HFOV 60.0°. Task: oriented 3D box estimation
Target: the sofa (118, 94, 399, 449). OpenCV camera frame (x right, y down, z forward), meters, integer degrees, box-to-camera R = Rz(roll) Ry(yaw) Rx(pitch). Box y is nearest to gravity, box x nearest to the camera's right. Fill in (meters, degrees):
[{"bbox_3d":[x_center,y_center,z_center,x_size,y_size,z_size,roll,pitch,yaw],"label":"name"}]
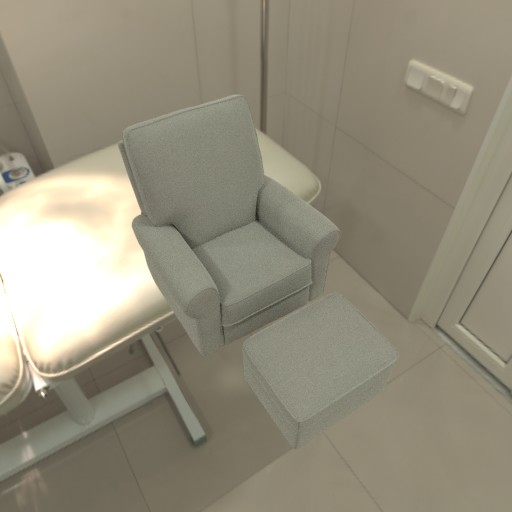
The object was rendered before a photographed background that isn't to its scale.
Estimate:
[{"bbox_3d":[0.000,0.000,2.120,0.880,0.959,1.478,-25,51,-22],"label":"sofa"}]
